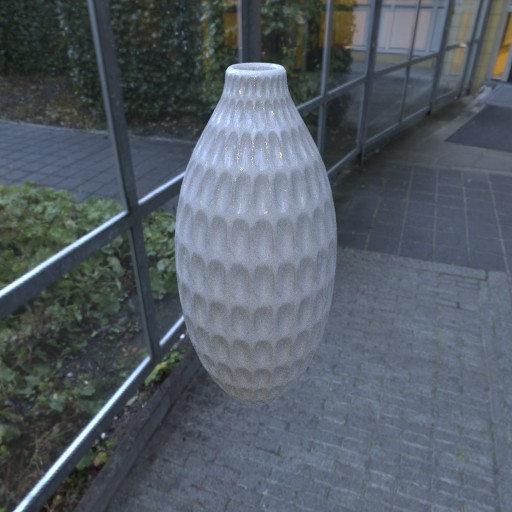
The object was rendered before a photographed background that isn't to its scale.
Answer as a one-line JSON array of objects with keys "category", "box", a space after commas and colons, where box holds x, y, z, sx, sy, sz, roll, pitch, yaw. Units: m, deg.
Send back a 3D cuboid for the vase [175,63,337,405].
[{"category": "vase", "box": [0.000, 0.000, 0.355, 0.127, 0.282, 0.127, 0, 31, 0]}]
